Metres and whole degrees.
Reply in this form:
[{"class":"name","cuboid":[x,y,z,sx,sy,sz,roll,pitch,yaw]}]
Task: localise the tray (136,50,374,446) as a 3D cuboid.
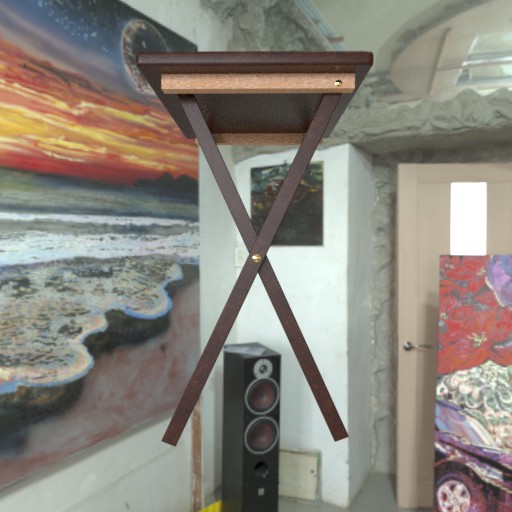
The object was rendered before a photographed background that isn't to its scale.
[{"class":"tray","cuboid":[0.000,0.000,0.949,0.381,0.660,0.483,0,1,1]}]
